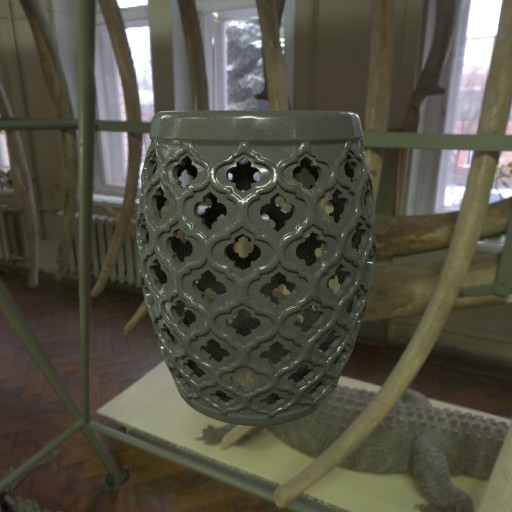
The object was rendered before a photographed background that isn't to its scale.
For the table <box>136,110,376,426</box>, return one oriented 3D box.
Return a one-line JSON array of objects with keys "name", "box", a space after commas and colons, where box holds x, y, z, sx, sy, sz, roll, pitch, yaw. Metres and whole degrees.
[{"name": "table", "box": [0.000, 0.000, 0.628, 0.325, 0.388, 0.325, 0, 17, 0]}]
